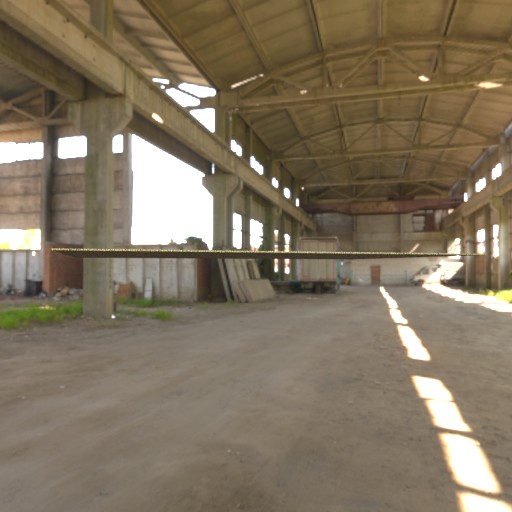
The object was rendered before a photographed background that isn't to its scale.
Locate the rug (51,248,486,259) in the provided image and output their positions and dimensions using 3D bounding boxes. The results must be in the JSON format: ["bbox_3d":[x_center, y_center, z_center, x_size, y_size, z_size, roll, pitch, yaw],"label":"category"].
[{"bbox_3d":[0.000,0.000,2.204,1.747,0.006,1.143,0,-2,-18],"label":"rug"}]
